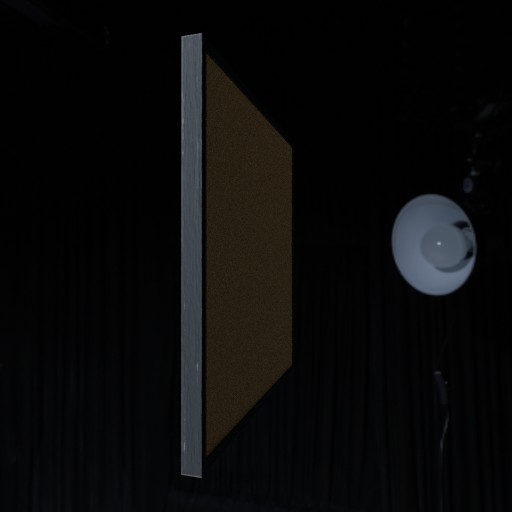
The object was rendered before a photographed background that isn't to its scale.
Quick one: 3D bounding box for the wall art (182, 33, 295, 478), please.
[{"bbox_3d":[0.000,0.000,1.128,0.037,0.761,0.761,0,0,17],"label":"wall art"}]
